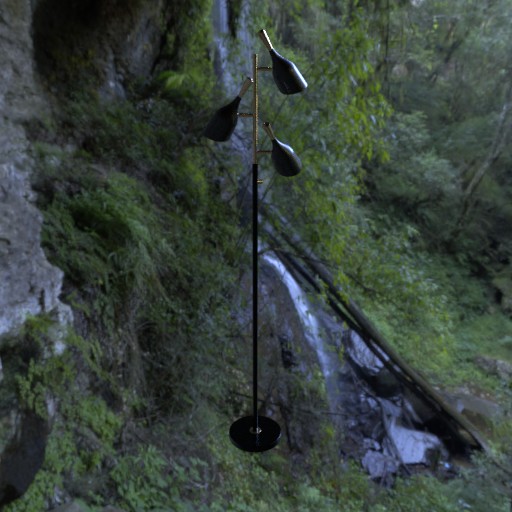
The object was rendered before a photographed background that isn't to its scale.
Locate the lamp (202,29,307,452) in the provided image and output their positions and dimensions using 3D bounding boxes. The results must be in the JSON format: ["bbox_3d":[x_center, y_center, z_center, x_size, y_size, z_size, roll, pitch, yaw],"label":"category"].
[{"bbox_3d":[0.000,0.000,1.929,0.434,1.778,0.253,-2,14,-8],"label":"lamp"}]
